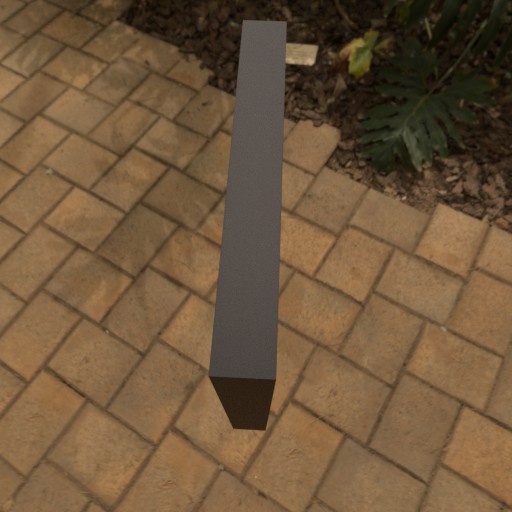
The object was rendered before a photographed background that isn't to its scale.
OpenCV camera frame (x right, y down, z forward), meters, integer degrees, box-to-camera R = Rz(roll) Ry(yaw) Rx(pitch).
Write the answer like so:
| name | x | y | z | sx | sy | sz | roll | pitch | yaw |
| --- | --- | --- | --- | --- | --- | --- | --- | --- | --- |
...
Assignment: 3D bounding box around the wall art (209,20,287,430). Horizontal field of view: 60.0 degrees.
| name | x | y | z | sx | sy | sz | roll | pitch | yaw |
| --- | --- | --- | --- | --- | --- | --- | --- | --- | --- |
| wall art | 0.000 | 0.000 | 0.452 | 0.038 | 0.304 | 0.305 | 3 | 64 | 1 |
